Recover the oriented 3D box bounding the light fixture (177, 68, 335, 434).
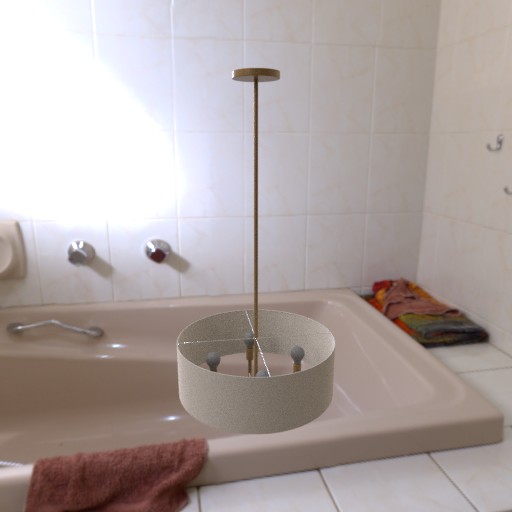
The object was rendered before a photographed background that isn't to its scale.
[{"bbox_3d":[0.000,0.000,1.375,0.508,1.067,0.508,0,14,0],"label":"light fixture"}]
